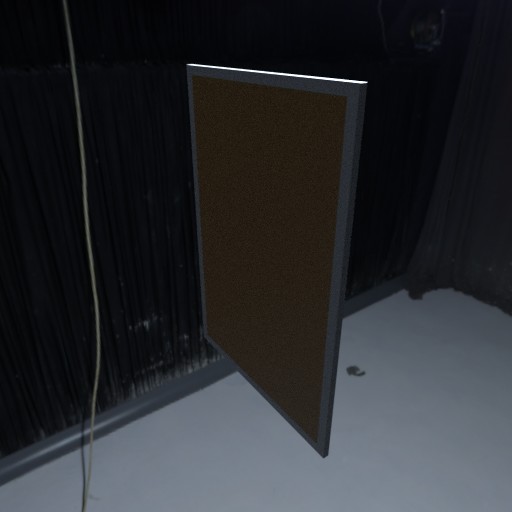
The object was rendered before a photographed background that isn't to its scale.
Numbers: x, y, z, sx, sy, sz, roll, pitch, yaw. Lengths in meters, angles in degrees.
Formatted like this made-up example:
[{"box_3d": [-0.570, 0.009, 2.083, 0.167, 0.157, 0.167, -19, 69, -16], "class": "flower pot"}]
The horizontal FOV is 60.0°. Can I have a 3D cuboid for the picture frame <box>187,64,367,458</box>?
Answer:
[{"box_3d": [0.000, 0.000, 0.853, 0.013, 0.657, 0.457, -17, 31, -31], "class": "picture frame"}]
